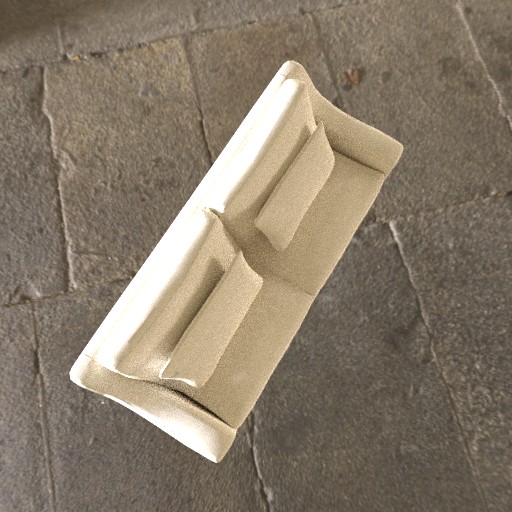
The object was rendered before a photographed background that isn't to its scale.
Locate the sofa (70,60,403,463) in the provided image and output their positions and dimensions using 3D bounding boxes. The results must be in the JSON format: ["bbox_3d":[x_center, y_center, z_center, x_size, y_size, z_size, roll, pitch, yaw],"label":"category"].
[{"bbox_3d":[0.000,0.000,3.021,1.009,1.022,2.470,31,78,8],"label":"sofa"}]
